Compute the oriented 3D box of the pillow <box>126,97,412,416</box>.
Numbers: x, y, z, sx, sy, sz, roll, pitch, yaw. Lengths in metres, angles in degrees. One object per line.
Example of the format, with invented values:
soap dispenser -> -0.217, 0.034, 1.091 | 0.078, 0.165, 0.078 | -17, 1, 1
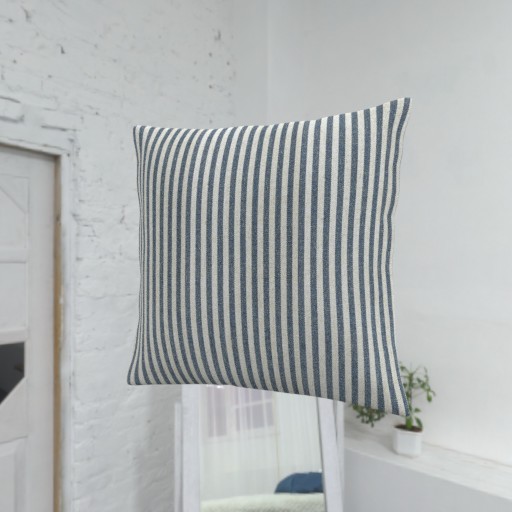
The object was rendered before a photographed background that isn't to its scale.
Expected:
pillow -> 0.000, 0.000, 0.788 | 0.523, 0.510, 0.166 | 0, 0, 18
